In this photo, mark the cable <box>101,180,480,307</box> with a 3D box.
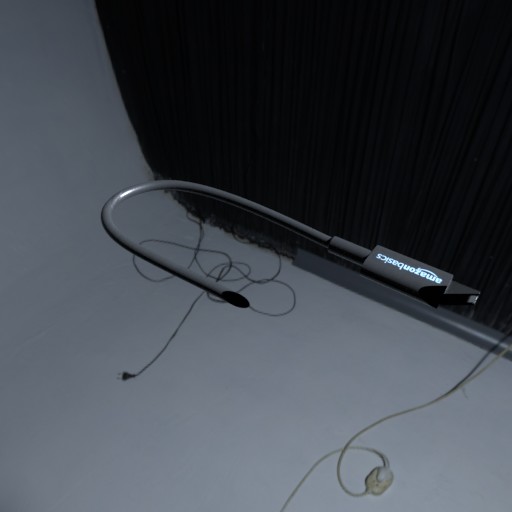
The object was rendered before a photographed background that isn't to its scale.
[{"bbox_3d":[0.000,0.000,0.111,0.098,0.005,0.041,25,47,26],"label":"cable"}]
